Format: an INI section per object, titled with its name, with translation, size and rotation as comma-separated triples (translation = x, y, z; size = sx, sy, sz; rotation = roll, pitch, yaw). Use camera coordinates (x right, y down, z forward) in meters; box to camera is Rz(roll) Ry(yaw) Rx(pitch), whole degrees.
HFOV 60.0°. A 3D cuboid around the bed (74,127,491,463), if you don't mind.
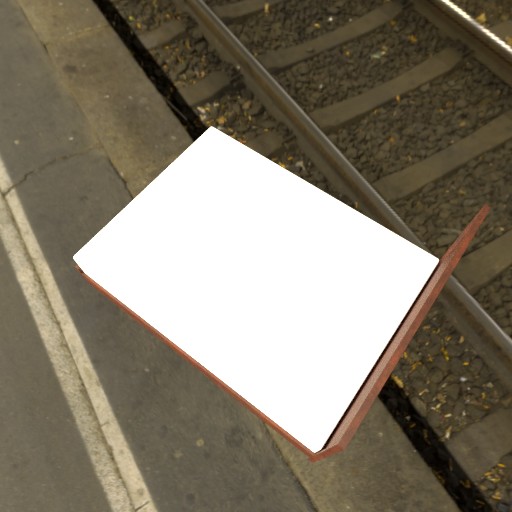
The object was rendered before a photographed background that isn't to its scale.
[bed]
translation = 0.000, 0.000, 3.122
size = 2.184, 1.270, 1.600
rotation = 34, 67, 16
